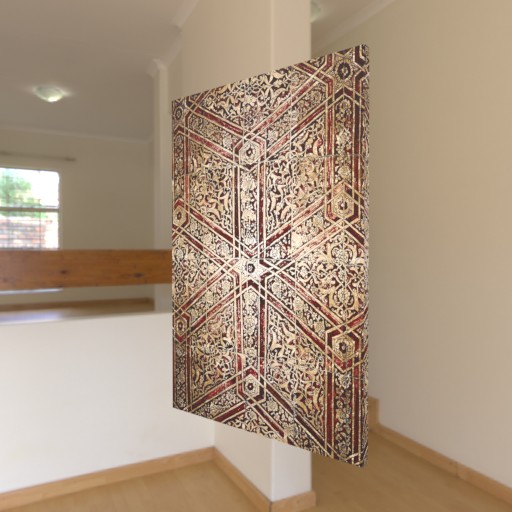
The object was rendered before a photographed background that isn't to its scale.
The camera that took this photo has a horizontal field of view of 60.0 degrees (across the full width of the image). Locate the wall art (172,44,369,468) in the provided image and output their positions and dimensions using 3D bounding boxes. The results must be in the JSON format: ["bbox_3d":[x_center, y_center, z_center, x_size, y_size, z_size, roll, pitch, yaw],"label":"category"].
[{"bbox_3d":[0.000,0.000,0.754,0.397,0.599,0.020,1,1,37],"label":"wall art"}]
